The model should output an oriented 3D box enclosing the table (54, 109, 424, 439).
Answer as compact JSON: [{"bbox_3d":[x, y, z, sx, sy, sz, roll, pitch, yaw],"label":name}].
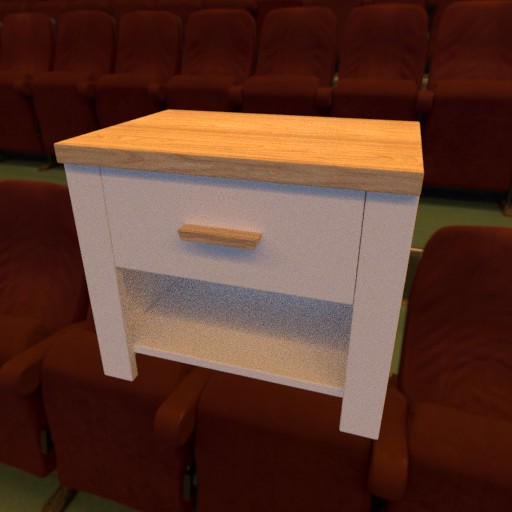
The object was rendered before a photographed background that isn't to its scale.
[{"bbox_3d":[0.000,0.000,0.802,0.500,0.440,0.360,8,27,16],"label":"table"}]
